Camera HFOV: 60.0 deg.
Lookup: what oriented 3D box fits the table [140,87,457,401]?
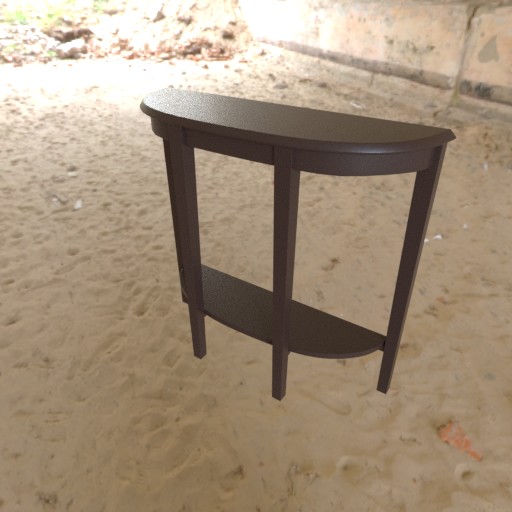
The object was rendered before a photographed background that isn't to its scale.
[{"bbox_3d":[0.000,0.000,1.329,0.909,0.831,0.274,19,36,29],"label":"table"}]
